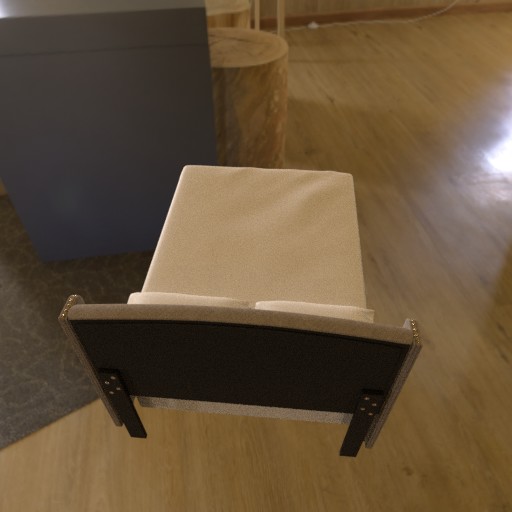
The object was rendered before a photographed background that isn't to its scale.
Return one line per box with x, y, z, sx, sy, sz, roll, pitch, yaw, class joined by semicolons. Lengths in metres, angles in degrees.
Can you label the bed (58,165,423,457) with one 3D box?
0.000;0.000;3.252;1.710;1.407;2.237;4;47;3;bed
